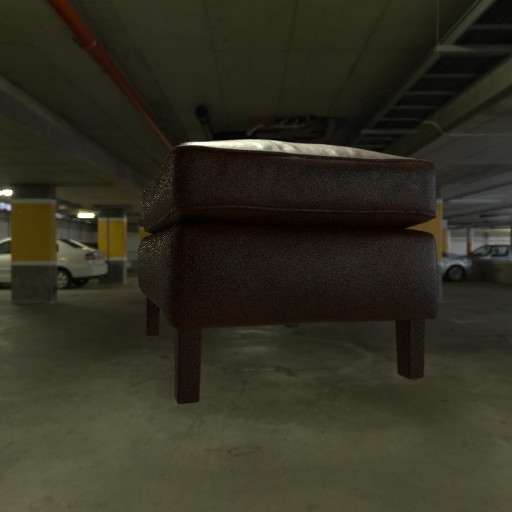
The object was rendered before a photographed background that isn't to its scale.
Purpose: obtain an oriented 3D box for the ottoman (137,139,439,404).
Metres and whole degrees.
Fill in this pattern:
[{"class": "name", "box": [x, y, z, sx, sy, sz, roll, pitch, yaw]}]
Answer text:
[{"class": "ottoman", "box": [0.000, 0.000, 1.004, 0.501, 0.432, 0.665, 0, 1, -18]}]
